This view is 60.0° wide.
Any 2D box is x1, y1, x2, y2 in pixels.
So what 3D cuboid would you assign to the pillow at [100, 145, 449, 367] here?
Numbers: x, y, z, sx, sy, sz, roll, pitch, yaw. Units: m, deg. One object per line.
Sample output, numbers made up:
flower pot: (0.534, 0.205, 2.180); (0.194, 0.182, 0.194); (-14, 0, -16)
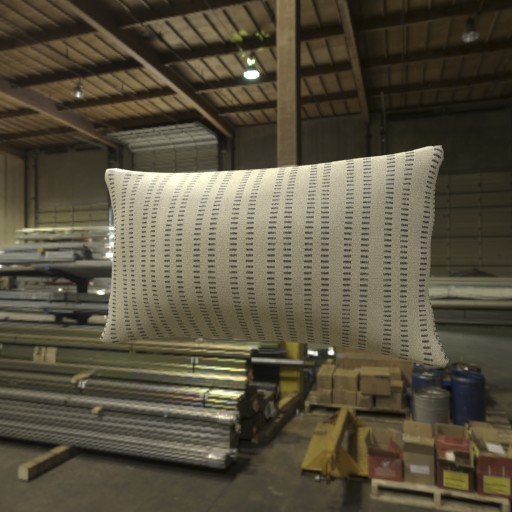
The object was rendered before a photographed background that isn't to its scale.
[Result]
pillow: (0.000, 0.000, 0.805); (0.640, 0.353, 0.210); (0, -1, 17)
